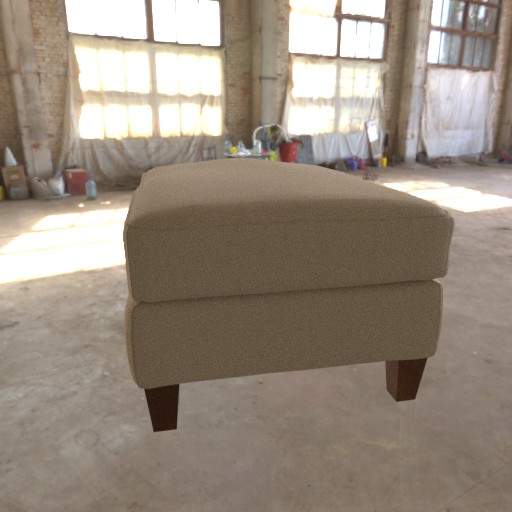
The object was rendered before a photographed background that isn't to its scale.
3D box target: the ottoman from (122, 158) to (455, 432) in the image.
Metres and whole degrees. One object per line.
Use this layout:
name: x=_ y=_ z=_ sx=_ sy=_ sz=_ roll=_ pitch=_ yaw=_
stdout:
ottoman: x=0.000 y=0.000 z=1.199 sx=0.634 sy=0.485 sz=0.818 roll=-3 pitch=18 yaw=-11
